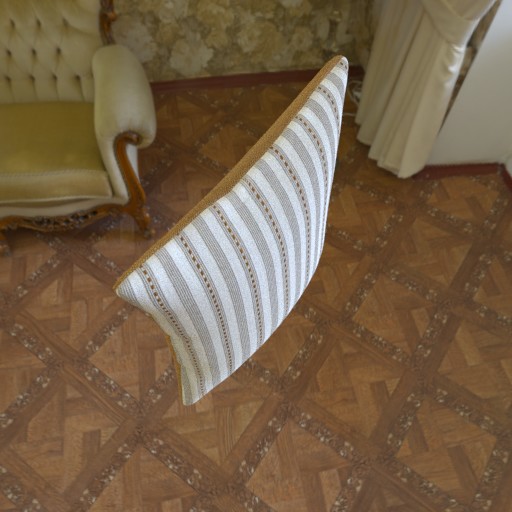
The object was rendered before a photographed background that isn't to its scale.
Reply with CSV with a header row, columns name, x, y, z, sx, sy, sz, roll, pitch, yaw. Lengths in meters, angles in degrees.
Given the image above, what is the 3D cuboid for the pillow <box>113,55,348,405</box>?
name,x,y,z,sx,sy,sz,roll,pitch,yaw
pillow,0.000,0.000,0.674,0.147,0.437,0.432,29,62,18
